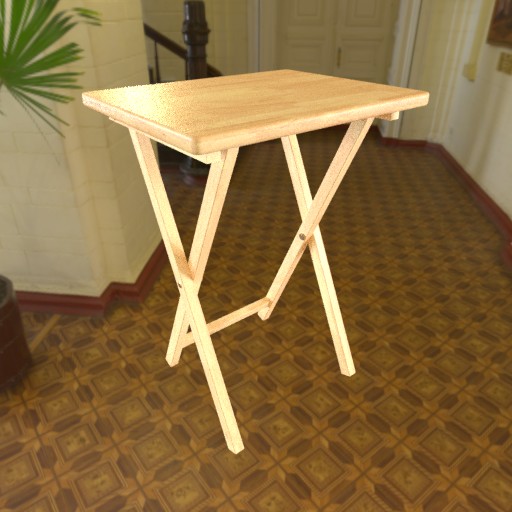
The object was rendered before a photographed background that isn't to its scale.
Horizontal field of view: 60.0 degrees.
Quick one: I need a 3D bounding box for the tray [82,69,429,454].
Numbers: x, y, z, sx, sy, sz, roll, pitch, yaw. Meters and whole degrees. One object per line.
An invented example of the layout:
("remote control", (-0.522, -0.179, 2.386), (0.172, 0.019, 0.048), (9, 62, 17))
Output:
("tray", (0.000, 0.000, 0.938), (0.483, 0.660, 0.381), (-22, 36, -33))
